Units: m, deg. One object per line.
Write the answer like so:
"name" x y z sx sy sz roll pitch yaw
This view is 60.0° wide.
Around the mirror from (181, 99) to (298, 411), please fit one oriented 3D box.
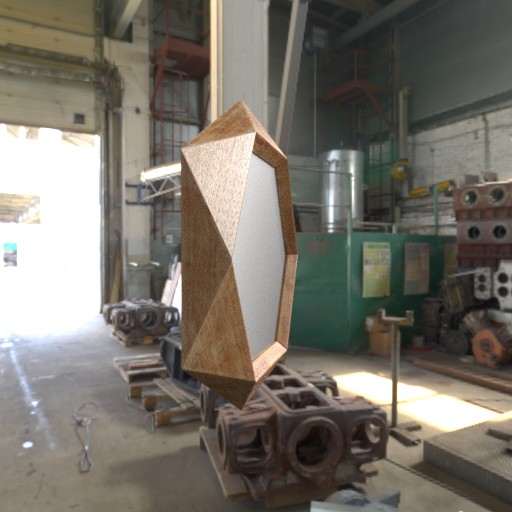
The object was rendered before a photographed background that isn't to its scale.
"mirror" 0.000 0.000 1.097 0.091 0.779 0.675 0 1 16
